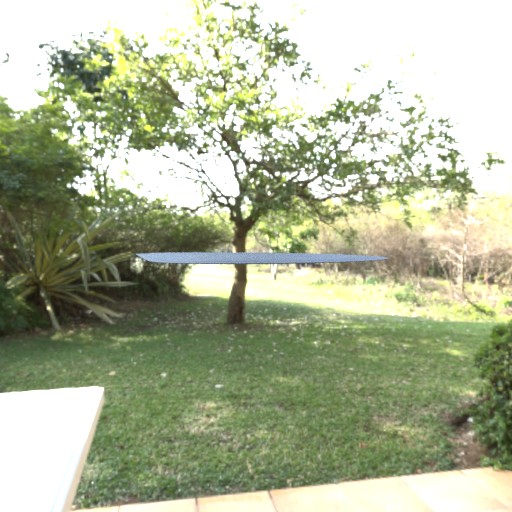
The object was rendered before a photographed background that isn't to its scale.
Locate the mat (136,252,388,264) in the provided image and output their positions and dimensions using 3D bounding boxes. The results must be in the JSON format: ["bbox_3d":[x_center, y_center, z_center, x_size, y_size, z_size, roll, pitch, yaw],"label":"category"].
[{"bbox_3d":[0.000,0.000,1.800,0.913,0.013,1.524,0,1,-17],"label":"mat"}]
